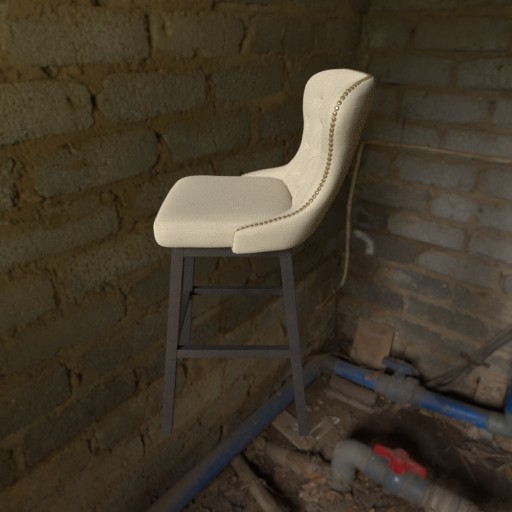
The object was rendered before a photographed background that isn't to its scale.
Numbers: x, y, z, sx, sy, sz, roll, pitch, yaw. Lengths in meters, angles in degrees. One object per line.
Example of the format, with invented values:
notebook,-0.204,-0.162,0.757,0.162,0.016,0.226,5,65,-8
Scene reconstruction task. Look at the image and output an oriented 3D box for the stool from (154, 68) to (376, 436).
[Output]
stool,0.000,0.000,1.387,0.605,1.066,0.528,0,26,0
